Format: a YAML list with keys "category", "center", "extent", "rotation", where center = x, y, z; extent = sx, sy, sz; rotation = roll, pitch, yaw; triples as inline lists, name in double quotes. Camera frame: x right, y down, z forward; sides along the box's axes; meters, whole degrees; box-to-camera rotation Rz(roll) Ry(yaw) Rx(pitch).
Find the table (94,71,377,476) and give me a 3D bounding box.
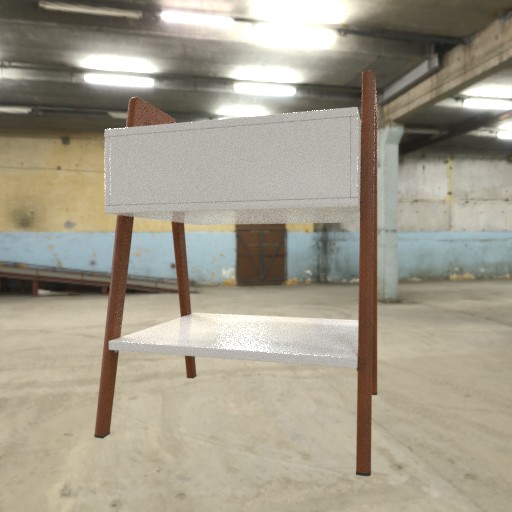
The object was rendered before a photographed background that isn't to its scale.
- category: "table"
  center: [0.000, 0.000, 0.874]
  extent: [0.457, 0.610, 0.405]
  rotation: [0, 1, 17]
